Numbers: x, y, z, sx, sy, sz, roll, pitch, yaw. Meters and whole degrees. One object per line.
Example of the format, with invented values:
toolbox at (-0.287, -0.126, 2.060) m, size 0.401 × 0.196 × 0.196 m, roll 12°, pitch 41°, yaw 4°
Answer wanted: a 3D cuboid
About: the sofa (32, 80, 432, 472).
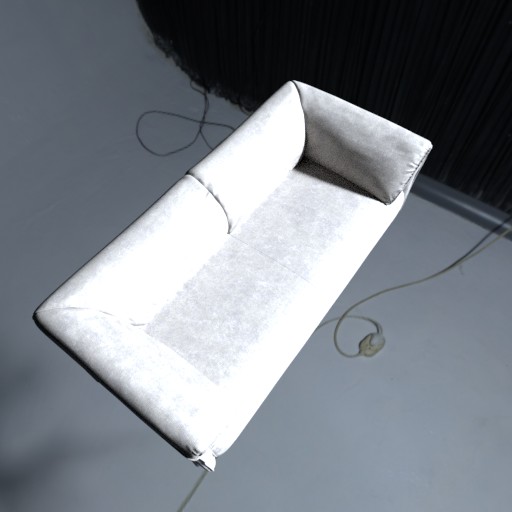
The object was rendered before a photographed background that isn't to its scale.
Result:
sofa at (0.000, 0.000, 2.273) m, size 0.905 × 0.747 × 1.878 m, roll 32°, pitch 63°, yaw 19°
